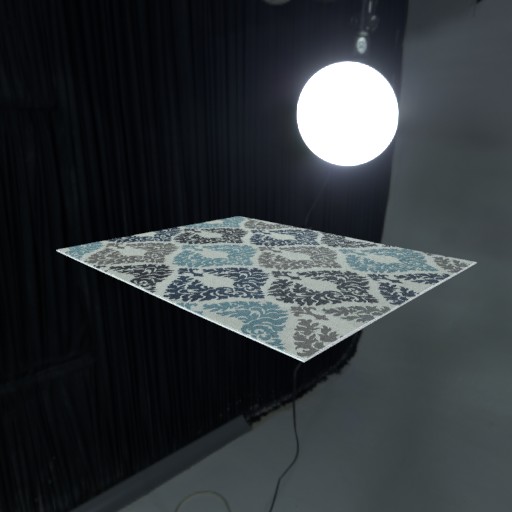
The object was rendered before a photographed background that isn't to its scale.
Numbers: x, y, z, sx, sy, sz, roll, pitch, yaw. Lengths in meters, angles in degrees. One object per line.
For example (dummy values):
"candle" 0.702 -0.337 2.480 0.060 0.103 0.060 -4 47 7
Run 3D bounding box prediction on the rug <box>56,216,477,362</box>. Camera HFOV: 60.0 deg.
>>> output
"rug" 0.000 0.000 4.070 3.040 0.014 2.423 15 22 42
